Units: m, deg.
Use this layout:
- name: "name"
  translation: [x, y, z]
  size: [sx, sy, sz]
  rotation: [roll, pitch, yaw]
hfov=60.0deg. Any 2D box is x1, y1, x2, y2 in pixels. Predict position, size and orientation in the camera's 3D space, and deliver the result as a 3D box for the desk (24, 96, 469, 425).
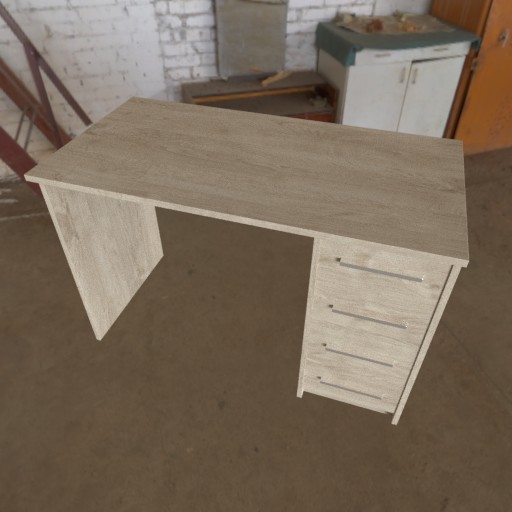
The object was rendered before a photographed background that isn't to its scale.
- name: "desk"
  translation: [0.000, 0.000, 1.469]
  size: [1.096, 0.730, 0.560]
  rotation: [12, 42, 14]
